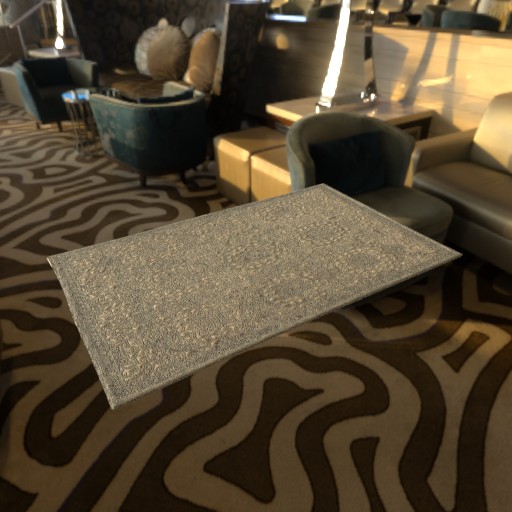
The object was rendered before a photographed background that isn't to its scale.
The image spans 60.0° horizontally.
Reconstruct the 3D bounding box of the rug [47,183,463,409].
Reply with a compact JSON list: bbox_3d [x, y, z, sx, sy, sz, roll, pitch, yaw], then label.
[{"bbox_3d":[0.000,0.000,3.111,2.498,0.022,1.535,-18,36,-27],"label":"rug"}]
